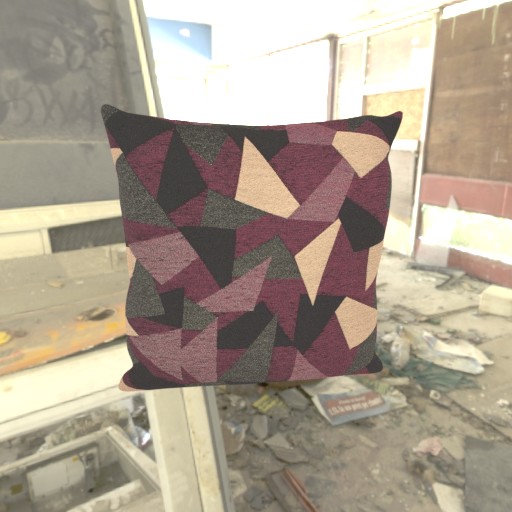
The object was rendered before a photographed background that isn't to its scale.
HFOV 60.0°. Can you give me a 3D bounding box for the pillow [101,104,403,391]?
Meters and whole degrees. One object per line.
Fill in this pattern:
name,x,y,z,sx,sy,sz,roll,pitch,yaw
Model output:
pillow,0.000,0.000,0.768,0.503,0.496,0.208,-2,16,-8
